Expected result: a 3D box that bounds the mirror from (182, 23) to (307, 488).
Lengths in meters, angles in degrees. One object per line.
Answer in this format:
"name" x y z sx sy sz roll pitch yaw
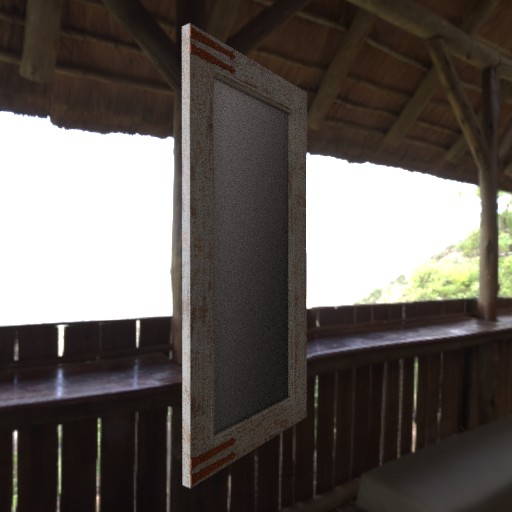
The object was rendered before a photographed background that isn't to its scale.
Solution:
"mirror" 0.000 0.000 1.074 0.027 0.922 0.472 0 1 36
